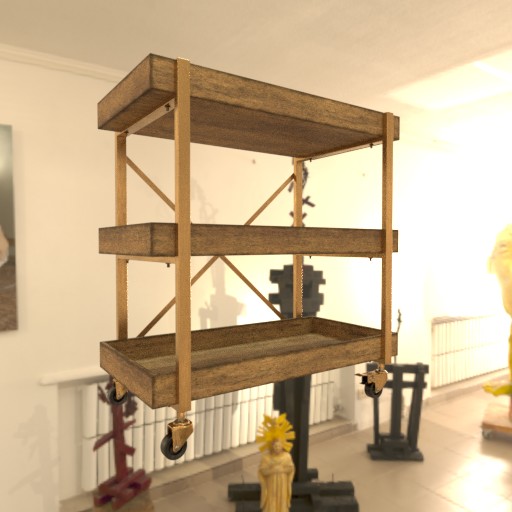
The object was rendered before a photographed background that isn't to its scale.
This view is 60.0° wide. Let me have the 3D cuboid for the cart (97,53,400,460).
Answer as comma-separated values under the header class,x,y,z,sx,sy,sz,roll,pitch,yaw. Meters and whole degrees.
class,x,y,z,sx,sy,sz,roll,pitch,yaw
cart,0.000,0.000,1.225,0.750,0.799,0.416,-1,2,-35
